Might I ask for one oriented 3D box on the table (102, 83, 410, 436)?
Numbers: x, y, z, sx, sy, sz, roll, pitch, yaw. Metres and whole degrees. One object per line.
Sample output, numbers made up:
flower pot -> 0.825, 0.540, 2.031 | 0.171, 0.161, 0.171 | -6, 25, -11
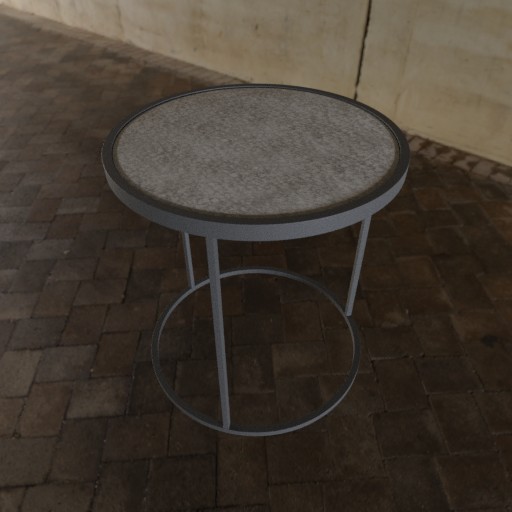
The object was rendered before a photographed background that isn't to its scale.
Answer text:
table -> 0.000, 0.000, 0.858 | 0.470, 0.498, 0.470 | 0, 40, 0
